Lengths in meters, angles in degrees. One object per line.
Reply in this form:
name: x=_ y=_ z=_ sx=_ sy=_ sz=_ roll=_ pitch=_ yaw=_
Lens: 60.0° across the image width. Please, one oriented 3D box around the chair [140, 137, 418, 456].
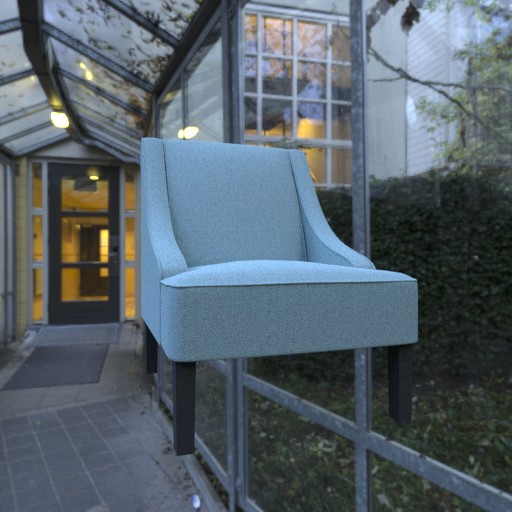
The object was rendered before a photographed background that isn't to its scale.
chair: x=0.000 y=0.000 z=1.841 sx=0.857 sy=1.133 sz=1.025 roll=0 pitch=1 yaw=-19
